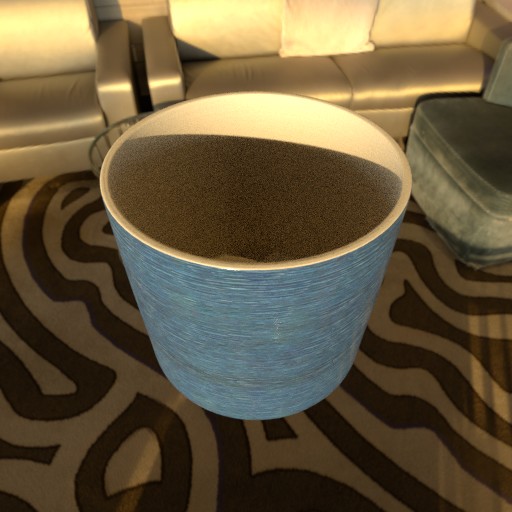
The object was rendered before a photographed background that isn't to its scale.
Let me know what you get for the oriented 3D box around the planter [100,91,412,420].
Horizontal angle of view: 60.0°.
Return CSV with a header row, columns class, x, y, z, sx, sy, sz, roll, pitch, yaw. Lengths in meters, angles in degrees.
class,x,y,z,sx,sy,sz,roll,pitch,yaw
planter,0.000,0.000,0.394,0.221,0.201,0.221,0,45,0
